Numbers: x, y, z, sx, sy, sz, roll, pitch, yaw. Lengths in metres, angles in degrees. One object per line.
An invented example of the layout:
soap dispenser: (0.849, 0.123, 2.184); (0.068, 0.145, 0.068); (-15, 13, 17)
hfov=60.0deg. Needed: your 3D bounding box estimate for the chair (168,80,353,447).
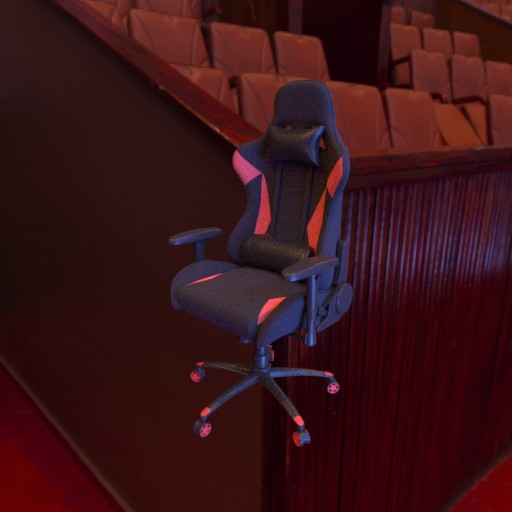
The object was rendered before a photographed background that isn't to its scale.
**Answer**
chair: (0.000, 0.000, 1.752); (0.695, 1.326, 0.658); (16, 23, 42)
